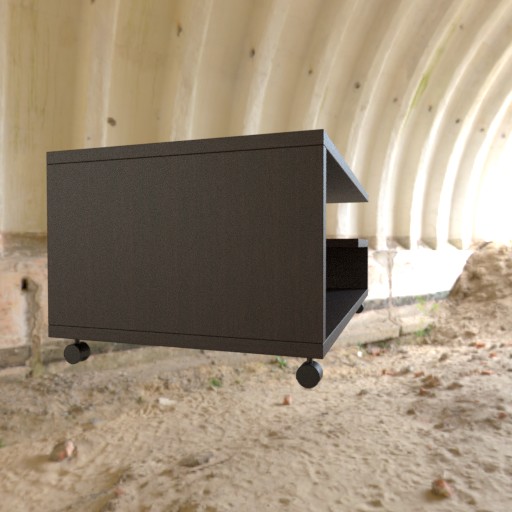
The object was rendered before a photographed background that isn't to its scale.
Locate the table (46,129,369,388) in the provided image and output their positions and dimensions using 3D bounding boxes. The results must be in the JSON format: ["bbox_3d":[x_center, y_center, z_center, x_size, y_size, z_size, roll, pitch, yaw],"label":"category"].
[{"bbox_3d":[0.000,0.000,1.350,0.590,0.460,1.050,0,1,18],"label":"table"}]
